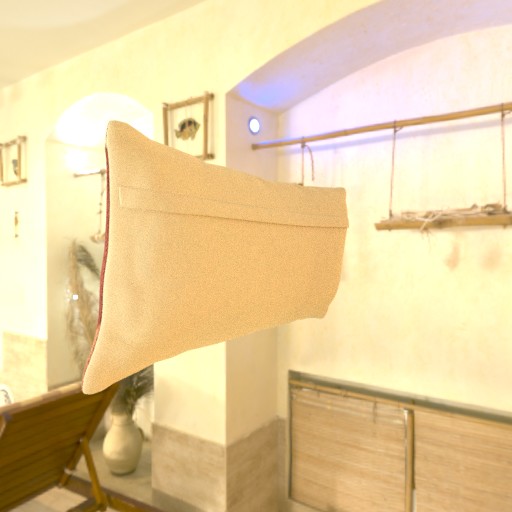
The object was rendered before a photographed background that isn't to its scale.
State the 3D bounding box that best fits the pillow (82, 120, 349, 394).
[{"bbox_3d":[0.000,0.000,0.716,0.155,0.292,0.609,1,2,34],"label":"pillow"}]
